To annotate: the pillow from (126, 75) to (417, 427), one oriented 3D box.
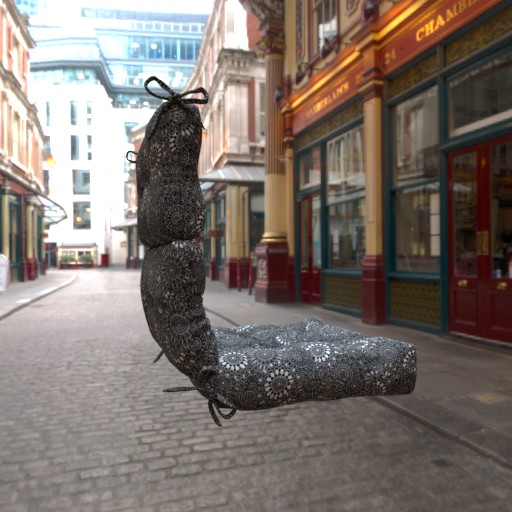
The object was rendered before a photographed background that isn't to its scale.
[{"bbox_3d":[0.000,0.000,1.051,0.571,0.605,0.519,0,-1,-19],"label":"pillow"}]
